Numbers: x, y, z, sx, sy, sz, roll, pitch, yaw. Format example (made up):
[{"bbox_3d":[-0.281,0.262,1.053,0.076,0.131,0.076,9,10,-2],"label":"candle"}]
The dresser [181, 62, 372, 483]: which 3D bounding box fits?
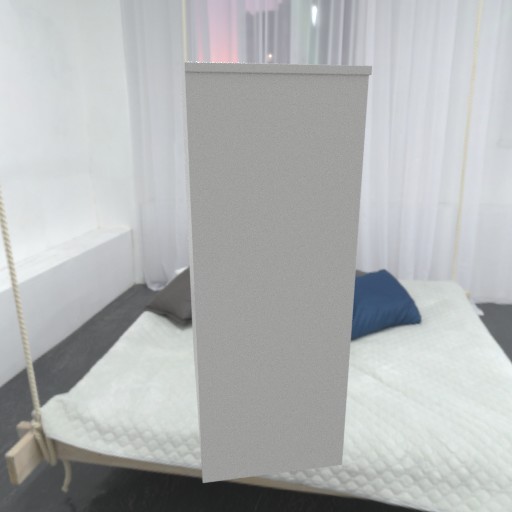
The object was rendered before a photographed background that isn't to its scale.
[{"bbox_3d":[0.000,0.000,1.374,0.401,1.021,0.704,-3,17,-9],"label":"dresser"}]
